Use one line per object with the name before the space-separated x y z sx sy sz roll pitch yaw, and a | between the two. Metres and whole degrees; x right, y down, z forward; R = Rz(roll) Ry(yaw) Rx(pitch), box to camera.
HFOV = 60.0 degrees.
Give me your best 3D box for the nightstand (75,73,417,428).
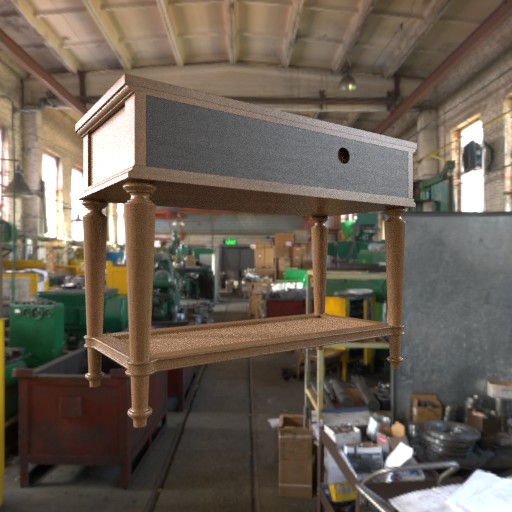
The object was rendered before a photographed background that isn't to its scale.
nightstand | 0.000 0.000 1.289 0.914 0.700 0.432 0 0 -35
